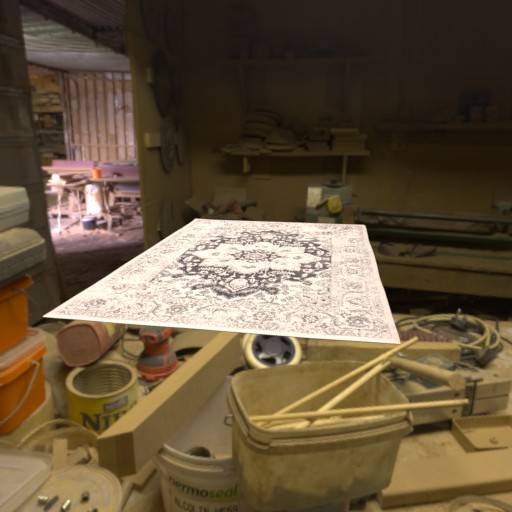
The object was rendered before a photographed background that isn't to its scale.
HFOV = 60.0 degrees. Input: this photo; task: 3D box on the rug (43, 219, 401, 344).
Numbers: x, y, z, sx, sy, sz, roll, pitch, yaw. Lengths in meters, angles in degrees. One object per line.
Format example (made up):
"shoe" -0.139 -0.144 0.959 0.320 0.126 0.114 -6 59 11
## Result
"rug" 0.000 0.000 2.319 1.223 0.008 1.813 3 16 9
